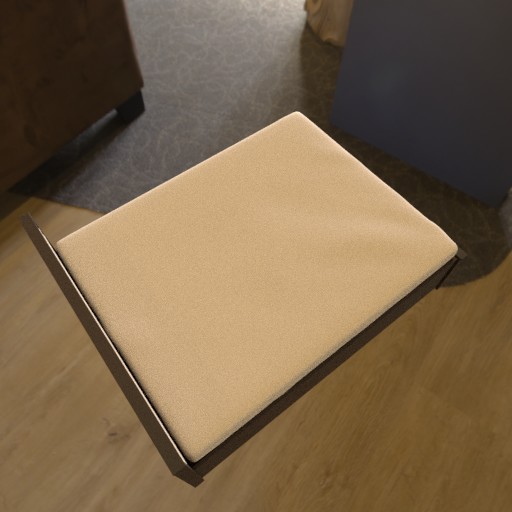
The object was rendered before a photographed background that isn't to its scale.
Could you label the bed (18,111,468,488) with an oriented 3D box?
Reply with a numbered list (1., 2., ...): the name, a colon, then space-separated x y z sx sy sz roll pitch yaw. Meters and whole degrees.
1. bed: 0.000 0.000 2.815 2.103 0.808 1.634 -33 64 -18
